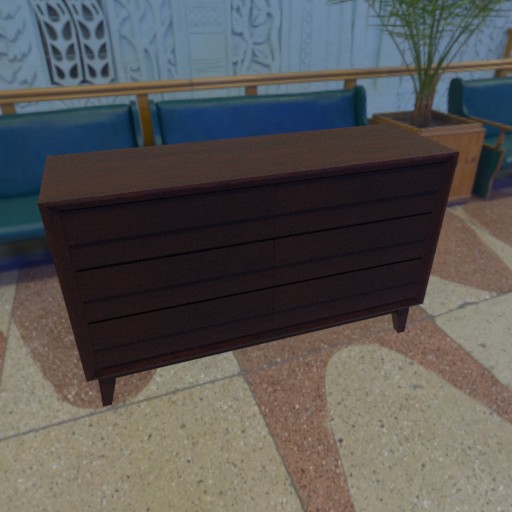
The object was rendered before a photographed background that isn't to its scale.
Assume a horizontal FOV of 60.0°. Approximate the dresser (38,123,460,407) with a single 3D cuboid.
[{"bbox_3d":[0.000,0.000,2.056,1.609,0.971,0.499,-10,32,-16],"label":"dresser"}]
